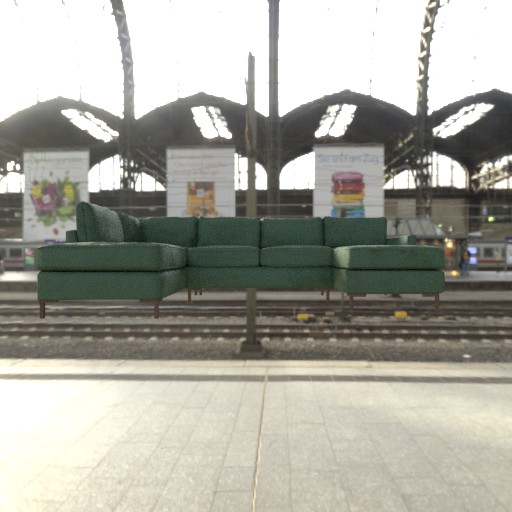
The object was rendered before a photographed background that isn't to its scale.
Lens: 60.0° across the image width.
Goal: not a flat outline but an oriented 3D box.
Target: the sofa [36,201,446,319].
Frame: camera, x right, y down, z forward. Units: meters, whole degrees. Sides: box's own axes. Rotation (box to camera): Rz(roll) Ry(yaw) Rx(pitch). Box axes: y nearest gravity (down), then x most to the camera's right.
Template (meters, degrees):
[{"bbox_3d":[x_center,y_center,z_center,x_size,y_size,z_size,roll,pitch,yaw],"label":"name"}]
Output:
[{"bbox_3d":[0.000,0.000,3.942,2.994,0.861,1.992,0,0,0],"label":"sofa"}]
